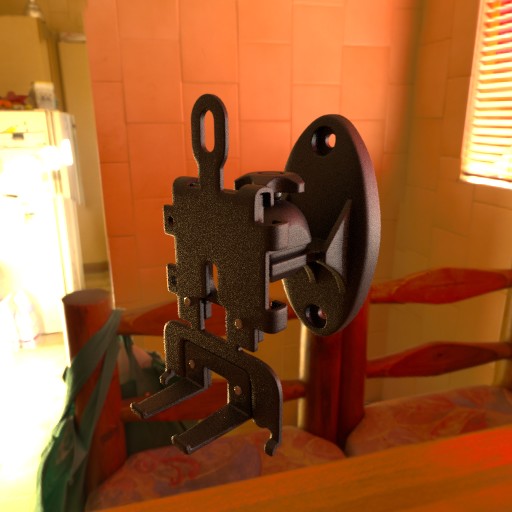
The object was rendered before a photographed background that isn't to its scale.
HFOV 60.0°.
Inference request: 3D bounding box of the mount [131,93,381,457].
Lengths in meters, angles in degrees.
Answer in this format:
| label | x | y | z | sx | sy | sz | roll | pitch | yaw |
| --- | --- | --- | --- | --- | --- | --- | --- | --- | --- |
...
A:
| label | x | y | z | sx | sy | sz | roll | pitch | yaw |
| --- | --- | --- | --- | --- | --- | --- | --- | --- | --- |
| mount | 0.000 | 0.000 | 0.174 | 0.066 | 0.118 | 0.100 | 15 | 22 | 42 |
